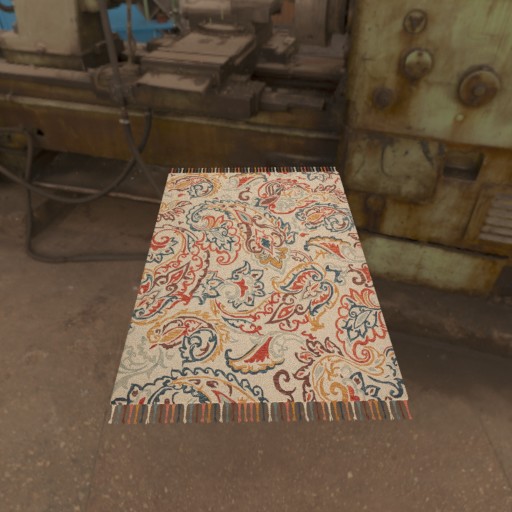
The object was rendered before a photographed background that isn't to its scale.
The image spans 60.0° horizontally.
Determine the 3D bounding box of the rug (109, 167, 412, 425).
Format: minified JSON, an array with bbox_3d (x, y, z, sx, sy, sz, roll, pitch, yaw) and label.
[{"bbox_3d":[0.000,0.000,2.496,1.218,0.010,1.997,-1,41,-1],"label":"rug"}]
